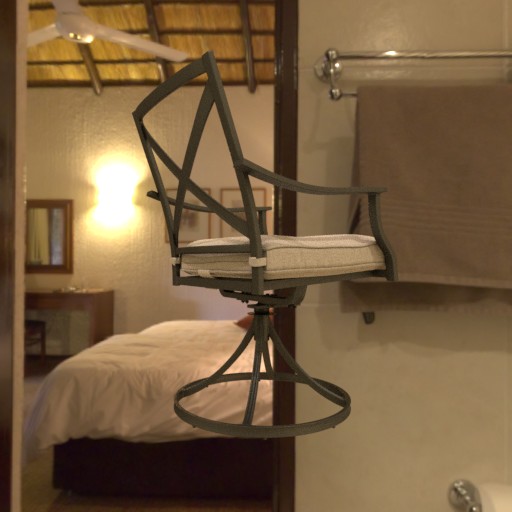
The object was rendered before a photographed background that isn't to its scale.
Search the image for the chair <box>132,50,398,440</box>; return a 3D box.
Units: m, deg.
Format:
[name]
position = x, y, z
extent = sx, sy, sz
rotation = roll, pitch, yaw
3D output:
[chair]
position = 0.000, 0.000, 1.318
extent = 0.620, 0.889, 0.575
rotation = 0, -1, -34
